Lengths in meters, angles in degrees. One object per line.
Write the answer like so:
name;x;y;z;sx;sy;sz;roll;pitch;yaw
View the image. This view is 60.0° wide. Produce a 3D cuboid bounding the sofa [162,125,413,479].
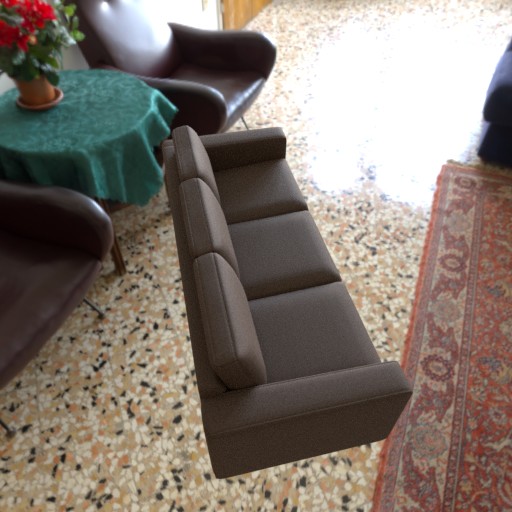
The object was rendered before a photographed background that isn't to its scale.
sofa;0.000;0.000;2.637;0.900;0.806;2.160;-9;48;-9
